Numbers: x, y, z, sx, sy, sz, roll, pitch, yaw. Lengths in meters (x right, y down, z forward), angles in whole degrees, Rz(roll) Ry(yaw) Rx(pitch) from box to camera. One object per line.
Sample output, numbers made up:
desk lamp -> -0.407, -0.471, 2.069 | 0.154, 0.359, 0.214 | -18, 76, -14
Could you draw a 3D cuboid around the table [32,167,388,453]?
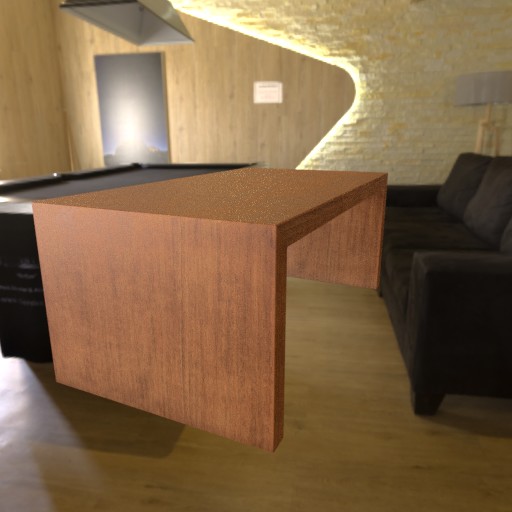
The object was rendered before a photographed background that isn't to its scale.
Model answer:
table -> 0.000, 0.000, 1.289 | 0.549, 0.419, 1.000 | 7, 17, 25
